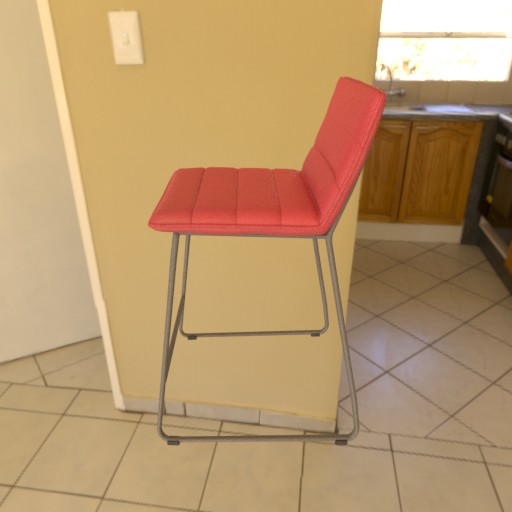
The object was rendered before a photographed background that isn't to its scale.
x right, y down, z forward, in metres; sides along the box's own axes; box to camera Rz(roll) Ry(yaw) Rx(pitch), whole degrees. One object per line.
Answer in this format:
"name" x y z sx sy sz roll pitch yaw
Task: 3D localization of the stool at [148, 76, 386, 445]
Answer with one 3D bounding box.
"stool" 0.000 0.000 1.176 0.524 0.866 0.489 -1 26 -1
